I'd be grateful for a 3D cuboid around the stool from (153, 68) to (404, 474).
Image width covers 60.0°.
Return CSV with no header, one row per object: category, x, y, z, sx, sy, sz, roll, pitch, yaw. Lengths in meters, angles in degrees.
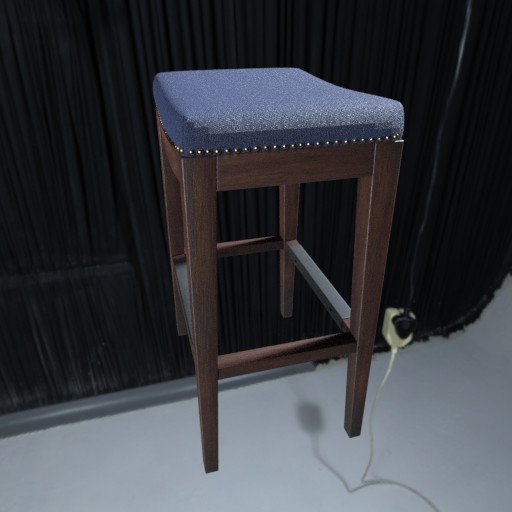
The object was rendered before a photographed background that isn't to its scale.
stool,0.000,0.000,1.003,0.358,0.740,0.498,-8,30,-14
